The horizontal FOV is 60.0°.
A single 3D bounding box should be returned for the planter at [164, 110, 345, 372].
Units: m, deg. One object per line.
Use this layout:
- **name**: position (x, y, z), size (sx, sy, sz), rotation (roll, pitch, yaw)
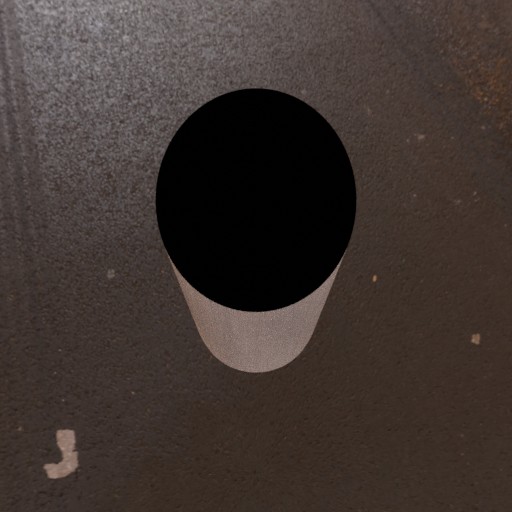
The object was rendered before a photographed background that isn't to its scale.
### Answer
- **planter**: position (0.000, 0.000, 0.126), size (0.045, 0.103, 0.045), rotation (18, 65, 9)
